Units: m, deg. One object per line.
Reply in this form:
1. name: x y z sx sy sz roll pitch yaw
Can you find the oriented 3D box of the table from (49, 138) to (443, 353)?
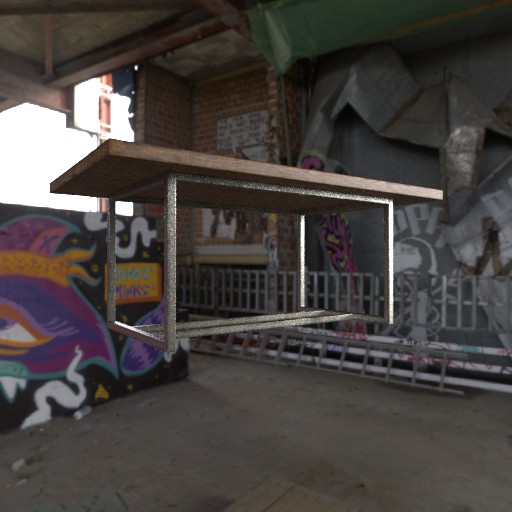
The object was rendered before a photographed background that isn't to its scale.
1. table: 0.000 0.000 2.532 1.989 0.795 1.078 0 -1 -35
